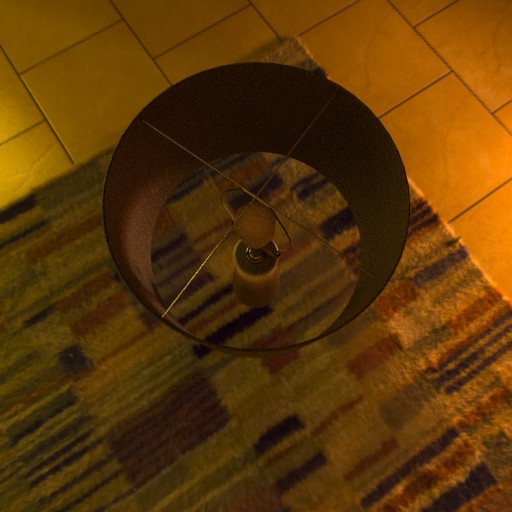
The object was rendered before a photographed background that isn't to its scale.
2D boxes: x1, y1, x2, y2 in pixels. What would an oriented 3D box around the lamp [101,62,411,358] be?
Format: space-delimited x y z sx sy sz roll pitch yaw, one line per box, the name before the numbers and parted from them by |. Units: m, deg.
lamp | 0.000 0.000 0.670 0.303 0.488 0.303 0 76 0
